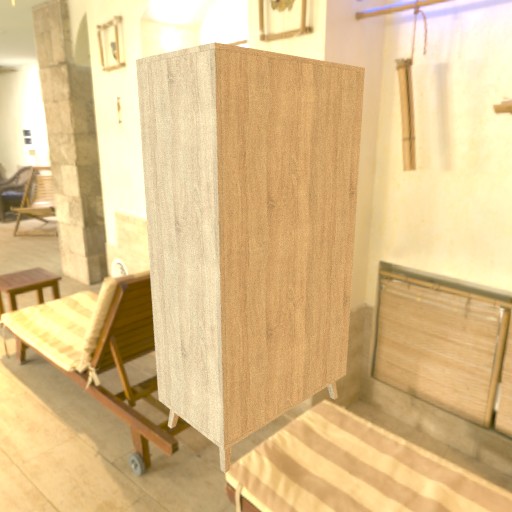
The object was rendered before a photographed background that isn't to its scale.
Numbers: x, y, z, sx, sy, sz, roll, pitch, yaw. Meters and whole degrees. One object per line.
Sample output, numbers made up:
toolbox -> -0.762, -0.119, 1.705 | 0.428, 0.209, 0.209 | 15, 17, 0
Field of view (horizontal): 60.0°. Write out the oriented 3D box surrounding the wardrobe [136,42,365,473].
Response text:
wardrobe -> 0.000, 0.000, 2.444 | 1.000, 1.960, 0.600 | -15, 21, -42
